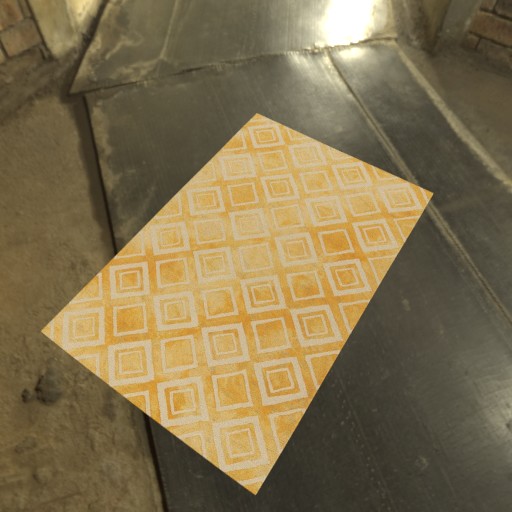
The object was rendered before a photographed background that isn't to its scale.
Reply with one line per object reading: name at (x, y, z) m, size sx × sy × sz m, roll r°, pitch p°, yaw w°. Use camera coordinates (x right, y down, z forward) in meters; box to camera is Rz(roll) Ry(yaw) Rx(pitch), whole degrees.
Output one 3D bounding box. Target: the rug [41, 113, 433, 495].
rug at (0.000, 0.000, 2.294) m, size 1.213 × 0.010 × 1.829 m, roll 29°, pitch 62°, yaw 17°
